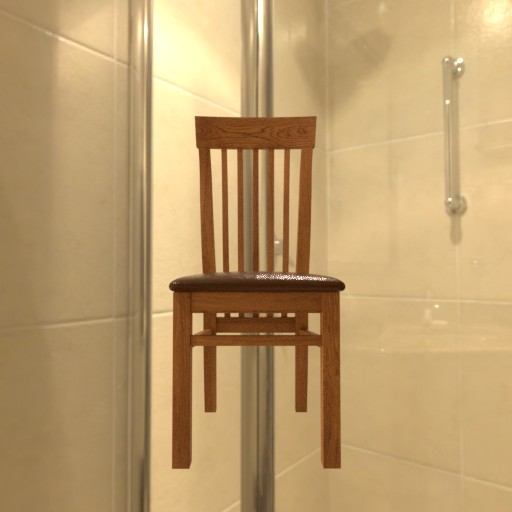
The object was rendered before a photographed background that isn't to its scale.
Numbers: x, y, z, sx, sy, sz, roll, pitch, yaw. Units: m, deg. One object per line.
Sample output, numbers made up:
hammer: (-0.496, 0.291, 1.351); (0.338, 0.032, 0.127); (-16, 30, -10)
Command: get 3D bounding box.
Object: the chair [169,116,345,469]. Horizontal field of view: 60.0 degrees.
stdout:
chair: (0.000, 0.000, 1.361); (0.450, 1.050, 0.580); (0, -2, 0)
